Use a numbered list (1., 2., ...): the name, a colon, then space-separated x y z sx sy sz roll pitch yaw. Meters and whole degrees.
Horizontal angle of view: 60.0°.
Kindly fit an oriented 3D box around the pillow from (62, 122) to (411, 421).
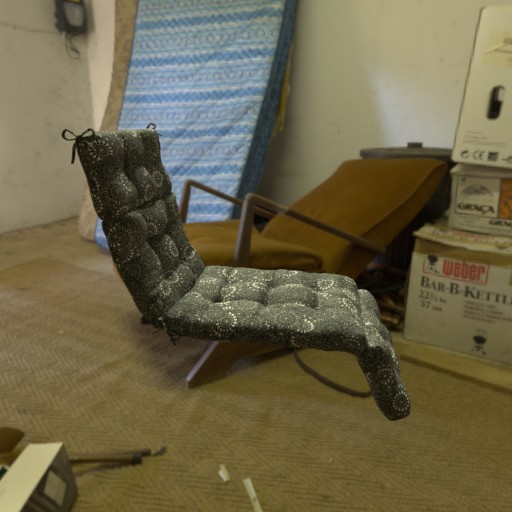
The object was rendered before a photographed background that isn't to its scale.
1. pillow: 0.000 0.000 1.503 1.016 0.863 0.526 3 17 8
